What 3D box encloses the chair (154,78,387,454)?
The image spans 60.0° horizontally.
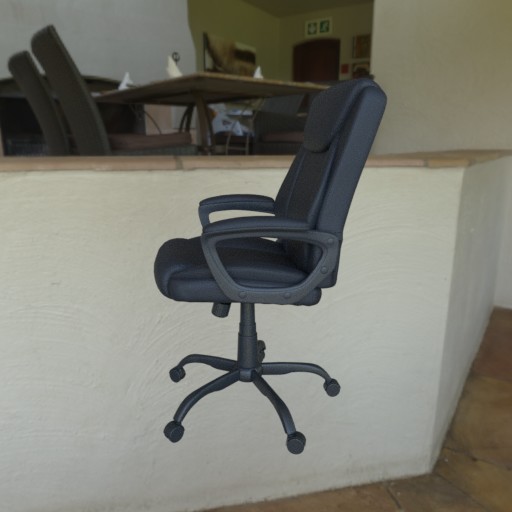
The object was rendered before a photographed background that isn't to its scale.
[{"bbox_3d":[0.000,0.000,1.462,0.655,1.072,0.615,-2,14,-8],"label":"chair"}]
